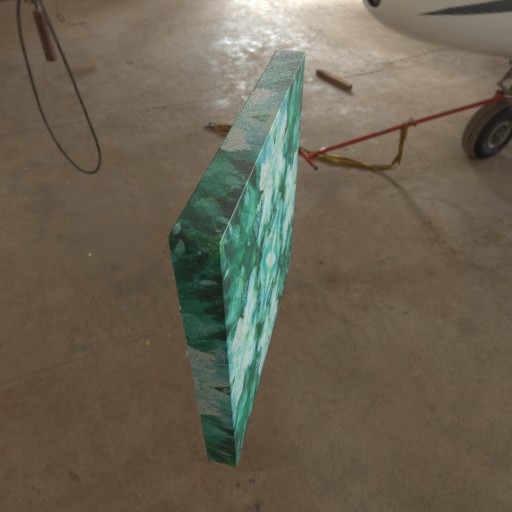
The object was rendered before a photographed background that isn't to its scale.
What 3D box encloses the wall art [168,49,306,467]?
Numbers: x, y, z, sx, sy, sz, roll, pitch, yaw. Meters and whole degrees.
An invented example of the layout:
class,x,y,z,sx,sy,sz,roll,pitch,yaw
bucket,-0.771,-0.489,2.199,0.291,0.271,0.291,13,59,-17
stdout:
class,x,y,z,sx,sy,sz,roll,pitch,yaw
wall art,0.000,0.000,0.466,0.033,0.313,0.313,9,44,10
